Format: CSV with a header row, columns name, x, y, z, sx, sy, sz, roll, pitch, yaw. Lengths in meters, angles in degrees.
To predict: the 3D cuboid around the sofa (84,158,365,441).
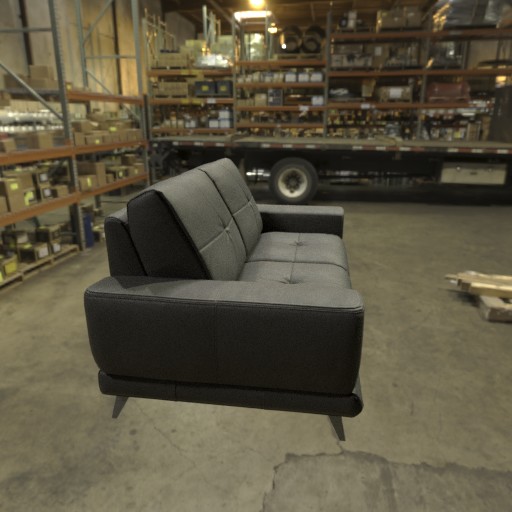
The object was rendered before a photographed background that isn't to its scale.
name,x,y,z,sx,sy,sz,roll,pitch,yaw
sofa,0.000,0.000,2.358,1.018,0.907,1.806,3,18,8
